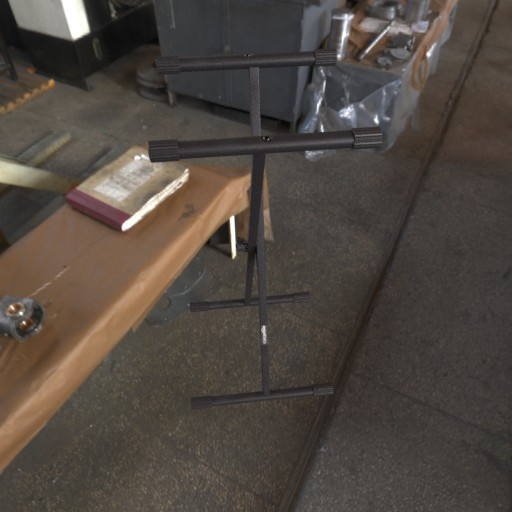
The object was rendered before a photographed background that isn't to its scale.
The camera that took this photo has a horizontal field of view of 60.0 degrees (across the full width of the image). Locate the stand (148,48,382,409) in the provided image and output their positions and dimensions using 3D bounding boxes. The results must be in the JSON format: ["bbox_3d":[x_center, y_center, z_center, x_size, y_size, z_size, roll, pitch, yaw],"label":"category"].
[{"bbox_3d":[0.000,0.000,1.197,0.449,0.940,0.409,-5,47,-4],"label":"stand"}]
